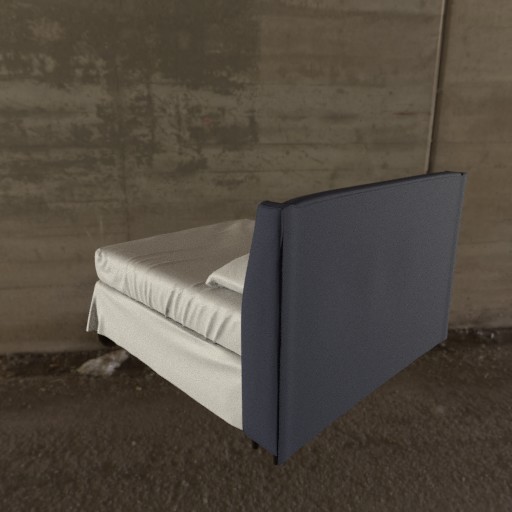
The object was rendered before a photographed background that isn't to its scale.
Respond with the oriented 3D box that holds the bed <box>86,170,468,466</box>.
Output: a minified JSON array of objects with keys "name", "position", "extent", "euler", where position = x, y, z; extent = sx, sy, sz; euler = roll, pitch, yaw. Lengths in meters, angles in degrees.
[{"name":"bed","position":[0.000,0.000,3.375],"extent":[1.925,1.332,2.276],"euler":[-16,23,-42]}]
